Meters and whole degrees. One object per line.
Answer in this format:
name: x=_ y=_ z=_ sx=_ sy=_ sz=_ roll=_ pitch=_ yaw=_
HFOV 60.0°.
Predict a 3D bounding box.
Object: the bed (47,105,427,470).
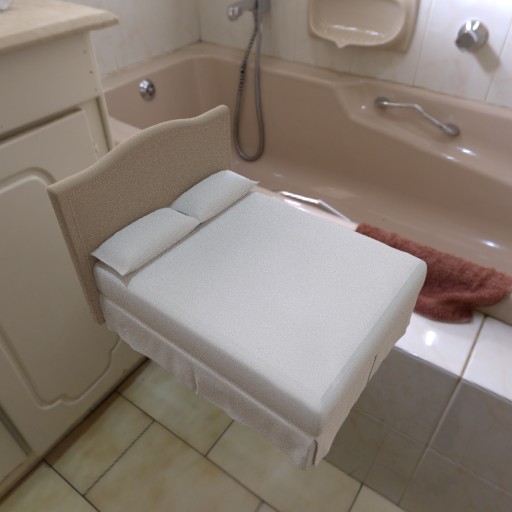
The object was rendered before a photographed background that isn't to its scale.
bed: x=0.000 y=0.000 z=3.178 sx=2.052 sy=1.398 sz=1.678 roll=26 pitch=47 yaw=28
